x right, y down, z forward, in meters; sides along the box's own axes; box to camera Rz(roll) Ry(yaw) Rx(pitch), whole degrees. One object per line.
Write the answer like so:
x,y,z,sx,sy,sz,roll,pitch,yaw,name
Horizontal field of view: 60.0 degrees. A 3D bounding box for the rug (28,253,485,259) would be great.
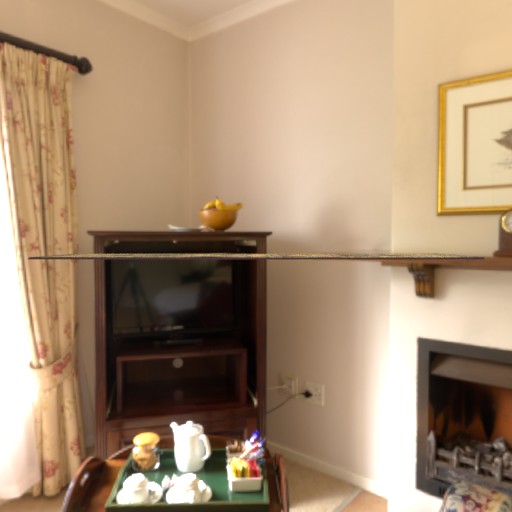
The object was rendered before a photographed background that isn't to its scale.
0.000,0.000,2.504,2.283,0.016,0.602,0,2,0,rug
